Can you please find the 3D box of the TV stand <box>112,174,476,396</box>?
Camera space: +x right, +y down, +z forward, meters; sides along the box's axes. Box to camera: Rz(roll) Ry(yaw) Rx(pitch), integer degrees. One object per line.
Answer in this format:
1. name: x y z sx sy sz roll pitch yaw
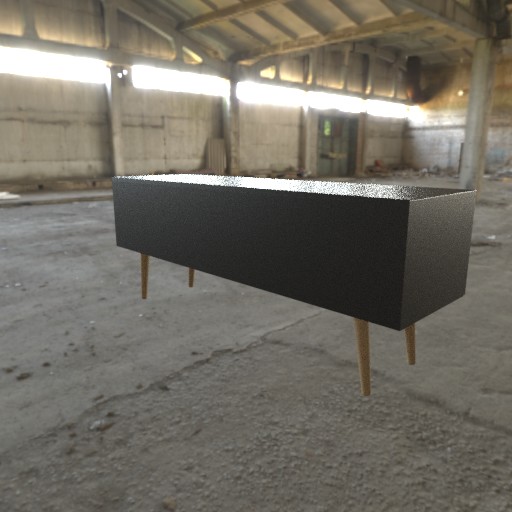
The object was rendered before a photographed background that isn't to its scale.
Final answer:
1. TV stand: 0.000 0.000 1.568 0.390 0.518 1.312 -12 18 -43
